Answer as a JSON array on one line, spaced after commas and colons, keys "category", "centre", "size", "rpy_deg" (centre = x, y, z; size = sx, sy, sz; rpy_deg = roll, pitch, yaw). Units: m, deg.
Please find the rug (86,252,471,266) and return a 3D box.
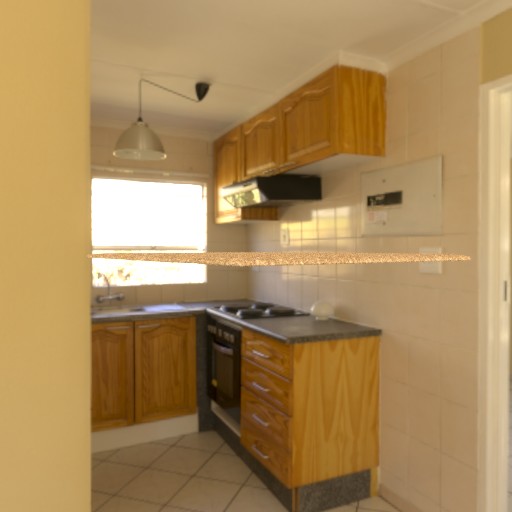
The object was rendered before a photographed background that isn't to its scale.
[{"category": "rug", "centre": [0.000, 0.000, 3.969], "size": [2.242, 0.050, 2.873], "rpy_deg": [-1, 1, -36]}]
